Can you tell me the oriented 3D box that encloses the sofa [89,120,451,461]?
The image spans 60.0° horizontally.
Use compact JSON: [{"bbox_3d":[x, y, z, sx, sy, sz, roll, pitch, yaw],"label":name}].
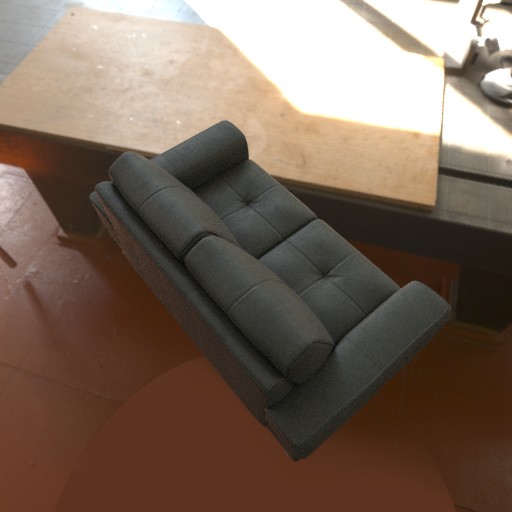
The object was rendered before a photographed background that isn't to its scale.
[{"bbox_3d":[0.000,0.000,2.372,1.018,0.907,1.806,-35,63,-21],"label":"sofa"}]
